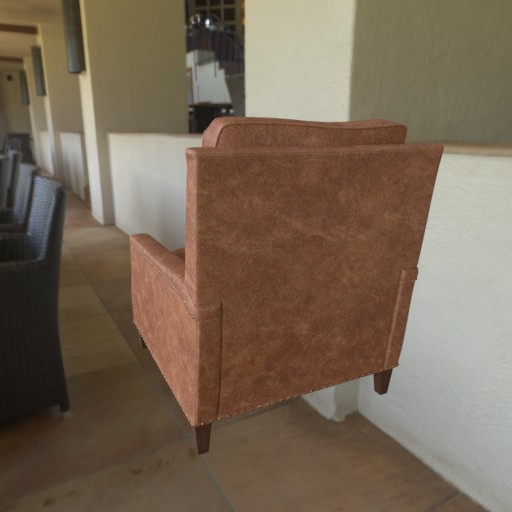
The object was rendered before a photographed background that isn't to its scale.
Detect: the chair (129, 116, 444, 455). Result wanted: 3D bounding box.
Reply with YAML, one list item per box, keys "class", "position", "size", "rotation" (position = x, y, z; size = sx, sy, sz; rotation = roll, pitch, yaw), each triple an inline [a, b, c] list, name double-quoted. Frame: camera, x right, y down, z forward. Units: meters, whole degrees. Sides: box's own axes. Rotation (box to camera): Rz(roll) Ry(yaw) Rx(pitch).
- class: "chair"
  position: [0.000, 0.000, 1.798]
  size: [0.854, 1.054, 1.035]
  rotation: [-8, 18, -25]
